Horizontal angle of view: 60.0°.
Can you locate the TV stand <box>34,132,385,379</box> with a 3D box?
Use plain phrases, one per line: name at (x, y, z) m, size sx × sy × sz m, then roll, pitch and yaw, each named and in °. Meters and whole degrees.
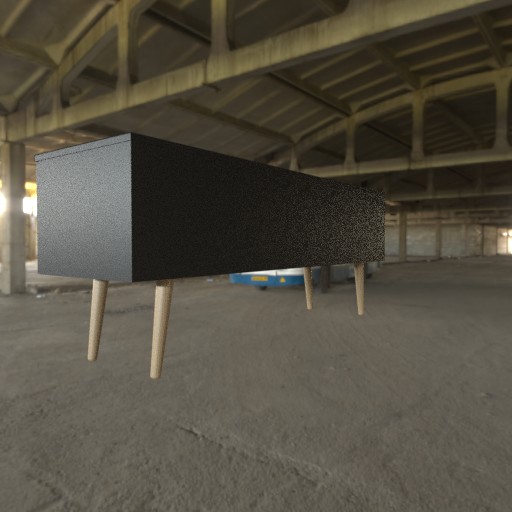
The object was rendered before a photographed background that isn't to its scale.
TV stand at (0.000, 0.000, 1.500) m, size 0.390 × 0.518 × 1.312 m, roll 1°, pitch 2°, yaw 37°
